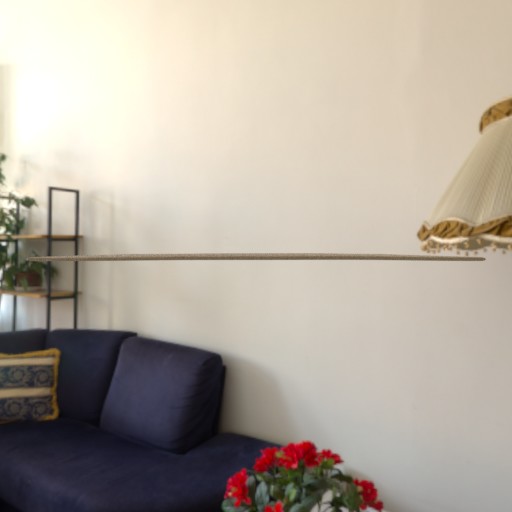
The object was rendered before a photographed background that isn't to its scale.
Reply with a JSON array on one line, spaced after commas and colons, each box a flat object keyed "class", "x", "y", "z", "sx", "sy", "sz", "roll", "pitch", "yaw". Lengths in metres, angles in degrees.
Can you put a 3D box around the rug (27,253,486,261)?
[{"class": "rug", "x": 0.000, "y": 0.000, "z": 4.126, "sx": 3.017, "sy": 0.035, "sz": 2.472, "roll": 0, "pitch": 1, "yaw": 0}]
